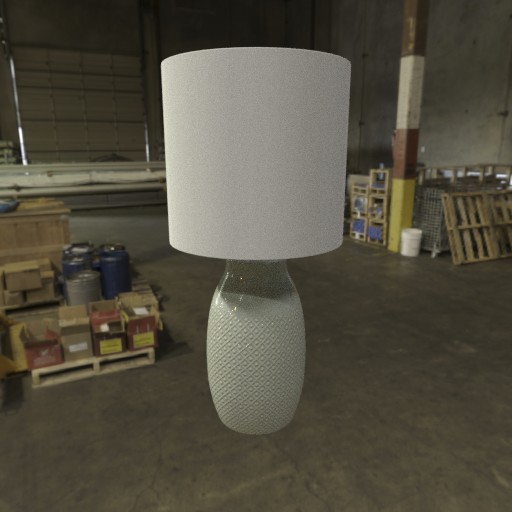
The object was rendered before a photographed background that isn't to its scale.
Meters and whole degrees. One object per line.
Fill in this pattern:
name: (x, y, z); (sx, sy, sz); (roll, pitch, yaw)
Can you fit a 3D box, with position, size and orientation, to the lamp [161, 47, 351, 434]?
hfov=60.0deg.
lamp: (0.000, 0.000, 0.571); (0.217, 0.453, 0.217); (-7, 16, -25)
